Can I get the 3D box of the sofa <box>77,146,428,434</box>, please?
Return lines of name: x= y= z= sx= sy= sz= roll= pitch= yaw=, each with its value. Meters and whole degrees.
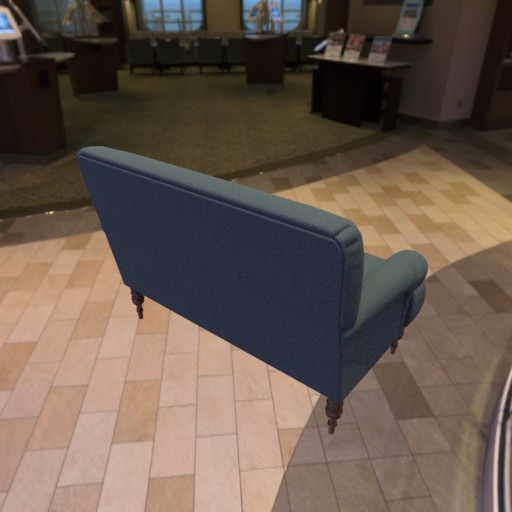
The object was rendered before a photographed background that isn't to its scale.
sofa: x=0.000 y=0.000 z=1.849 sx=1.297 sy=0.889 sz=0.779 roll=22 pitch=36 yaw=33
